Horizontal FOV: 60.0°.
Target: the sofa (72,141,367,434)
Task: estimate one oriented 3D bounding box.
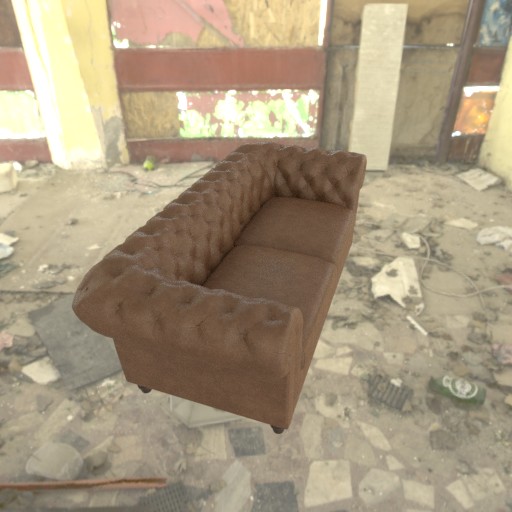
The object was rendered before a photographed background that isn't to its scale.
[{"bbox_3d":[0.000,0.000,2.567,0.955,0.784,2.048,11,34,17],"label":"sofa"}]
